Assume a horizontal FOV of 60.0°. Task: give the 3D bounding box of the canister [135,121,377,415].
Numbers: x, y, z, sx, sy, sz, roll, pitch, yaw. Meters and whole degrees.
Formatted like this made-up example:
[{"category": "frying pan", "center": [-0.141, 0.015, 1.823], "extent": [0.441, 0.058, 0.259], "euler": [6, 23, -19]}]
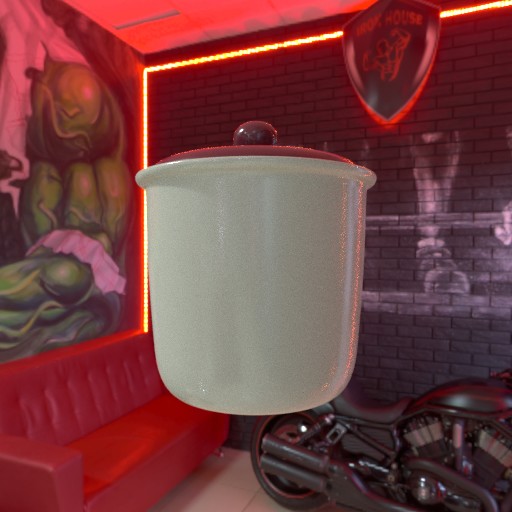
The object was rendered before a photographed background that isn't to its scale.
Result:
[{"category": "canister", "center": [0.000, 0.000, 0.347], "extent": [0.182, 0.208, 0.182], "euler": [0, 1, 0]}]
